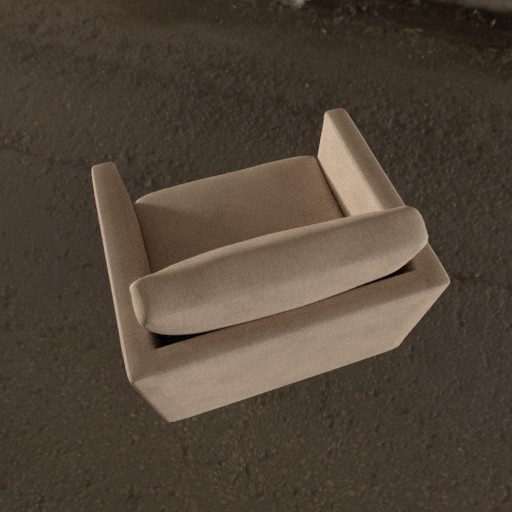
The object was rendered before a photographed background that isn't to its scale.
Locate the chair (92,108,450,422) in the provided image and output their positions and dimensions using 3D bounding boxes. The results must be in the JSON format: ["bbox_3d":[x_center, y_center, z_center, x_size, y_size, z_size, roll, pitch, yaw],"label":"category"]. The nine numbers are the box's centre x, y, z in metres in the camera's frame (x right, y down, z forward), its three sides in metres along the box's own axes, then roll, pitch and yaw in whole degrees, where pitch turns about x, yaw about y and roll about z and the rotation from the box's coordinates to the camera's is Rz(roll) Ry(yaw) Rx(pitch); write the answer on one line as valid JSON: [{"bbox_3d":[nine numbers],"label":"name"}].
[{"bbox_3d":[0.000,0.000,1.880,1.133,0.961,0.959,-16,61,-9],"label":"chair"}]
